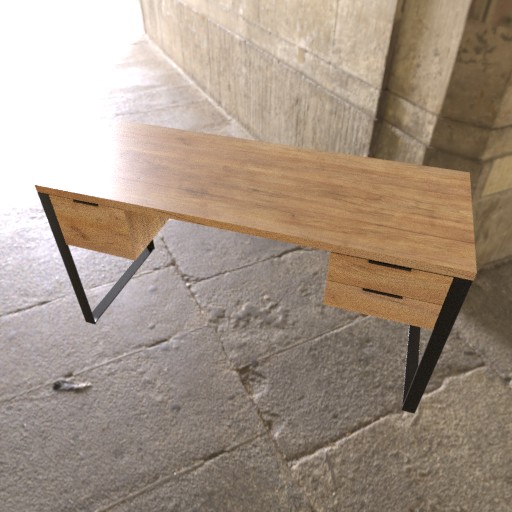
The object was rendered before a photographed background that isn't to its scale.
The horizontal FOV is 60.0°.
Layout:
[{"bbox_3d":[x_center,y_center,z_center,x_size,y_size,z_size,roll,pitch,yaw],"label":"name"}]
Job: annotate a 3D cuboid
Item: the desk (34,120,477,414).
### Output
[{"bbox_3d":[0.000,0.000,1.904,1.520,0.760,0.600,12,42,14],"label":"desk"}]
